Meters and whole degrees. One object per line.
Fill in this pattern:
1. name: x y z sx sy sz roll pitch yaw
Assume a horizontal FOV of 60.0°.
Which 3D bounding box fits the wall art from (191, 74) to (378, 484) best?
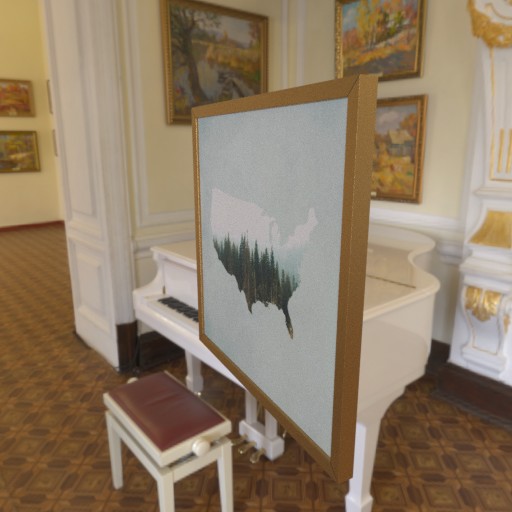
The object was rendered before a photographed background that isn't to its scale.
1. wall art: 0.000 0.000 1.122 0.038 0.762 0.762 -7 16 -27
